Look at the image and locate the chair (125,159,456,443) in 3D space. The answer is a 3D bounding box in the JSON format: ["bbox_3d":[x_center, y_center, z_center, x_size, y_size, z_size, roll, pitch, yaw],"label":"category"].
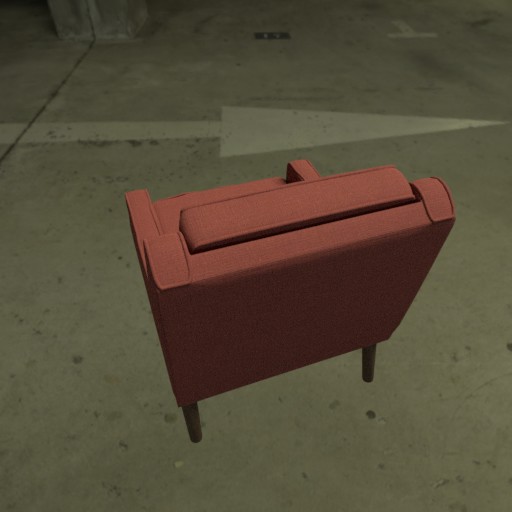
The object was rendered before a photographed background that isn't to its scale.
[{"bbox_3d":[0.000,0.000,1.363,0.680,0.812,0.770,-14,43,-15],"label":"chair"}]
